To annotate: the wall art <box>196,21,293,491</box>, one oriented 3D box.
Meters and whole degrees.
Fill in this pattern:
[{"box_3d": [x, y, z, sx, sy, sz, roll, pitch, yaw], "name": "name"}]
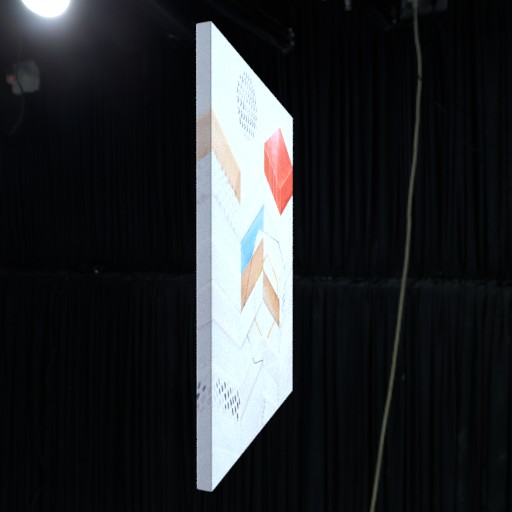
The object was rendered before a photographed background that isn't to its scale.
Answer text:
[{"box_3d": [0.000, 0.000, 1.093, 0.036, 0.848, 0.613, 0, 1, 18], "name": "wall art"}]
